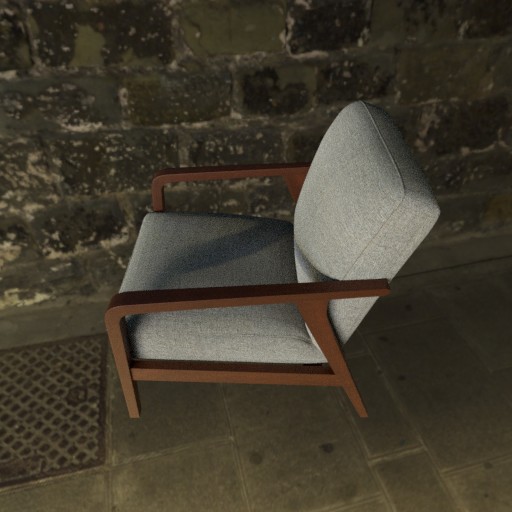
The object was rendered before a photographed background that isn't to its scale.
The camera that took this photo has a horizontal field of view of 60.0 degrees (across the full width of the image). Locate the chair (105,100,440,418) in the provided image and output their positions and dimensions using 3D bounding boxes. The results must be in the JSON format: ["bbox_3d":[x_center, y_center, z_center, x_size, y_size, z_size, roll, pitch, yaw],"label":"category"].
[{"bbox_3d":[0.000,0.000,1.454,0.858,0.847,0.704,0,40,0],"label":"chair"}]
